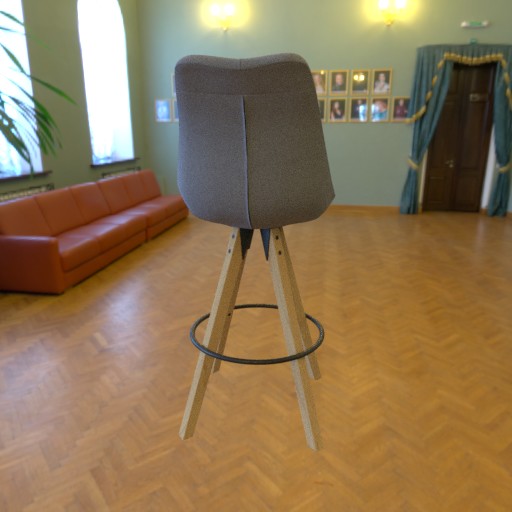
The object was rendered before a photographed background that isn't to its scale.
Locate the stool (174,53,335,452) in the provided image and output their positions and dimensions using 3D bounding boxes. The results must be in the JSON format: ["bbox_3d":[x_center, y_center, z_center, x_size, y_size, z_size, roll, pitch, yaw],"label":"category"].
[{"bbox_3d":[0.000,0.000,1.417,0.485,1.115,0.550,2,16,7],"label":"stool"}]
